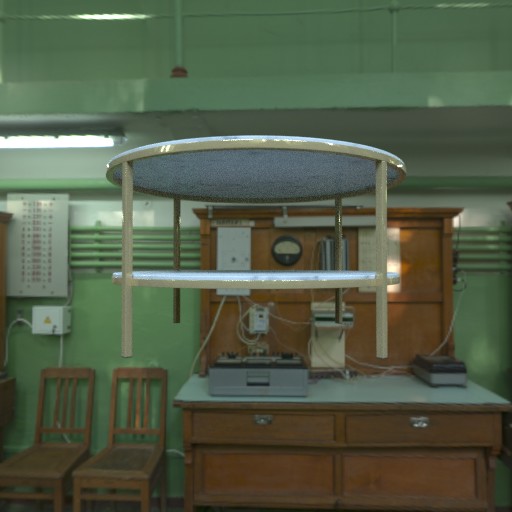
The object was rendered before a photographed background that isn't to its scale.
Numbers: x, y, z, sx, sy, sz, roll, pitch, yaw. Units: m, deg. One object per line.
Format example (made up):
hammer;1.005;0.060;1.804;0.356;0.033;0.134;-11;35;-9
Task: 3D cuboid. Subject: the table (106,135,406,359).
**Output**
table;0.000;0.000;1.243;0.800;0.450;0.800;0;-1;0
